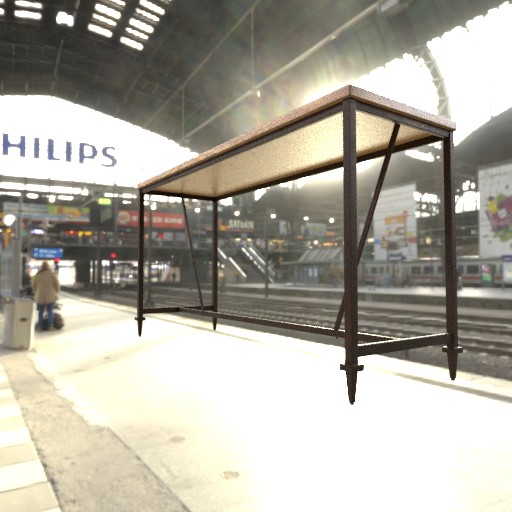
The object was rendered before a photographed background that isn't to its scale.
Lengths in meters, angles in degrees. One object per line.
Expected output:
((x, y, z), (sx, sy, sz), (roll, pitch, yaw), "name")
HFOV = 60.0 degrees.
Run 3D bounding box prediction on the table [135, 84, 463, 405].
((0.000, 0.000, 2.078), (0.551, 0.902, 1.700), (2, -3, -35), "table")
